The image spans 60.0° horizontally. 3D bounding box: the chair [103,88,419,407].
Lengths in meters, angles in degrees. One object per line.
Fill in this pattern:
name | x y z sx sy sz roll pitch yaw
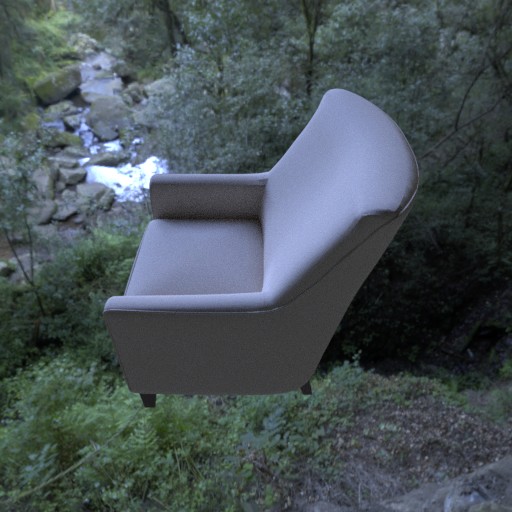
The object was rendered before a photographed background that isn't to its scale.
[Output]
chair | 0.000 0.000 1.562 0.879 0.916 0.756 0 41 1
